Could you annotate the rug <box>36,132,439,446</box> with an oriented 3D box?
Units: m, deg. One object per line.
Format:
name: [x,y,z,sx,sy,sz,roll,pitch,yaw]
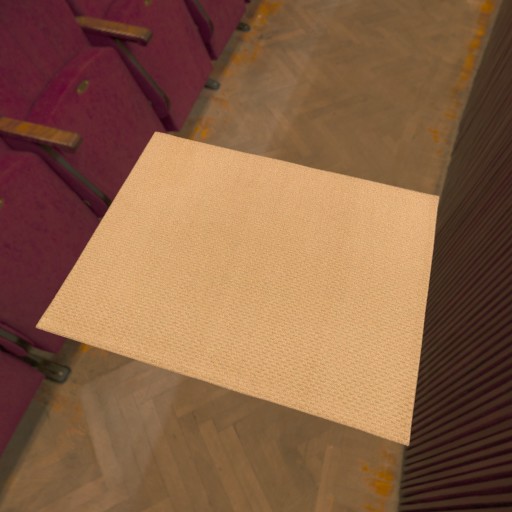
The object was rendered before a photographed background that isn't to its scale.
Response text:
rug: [0.000,0.000,3.804,2.897,0.035,2.277,15,60,9]
